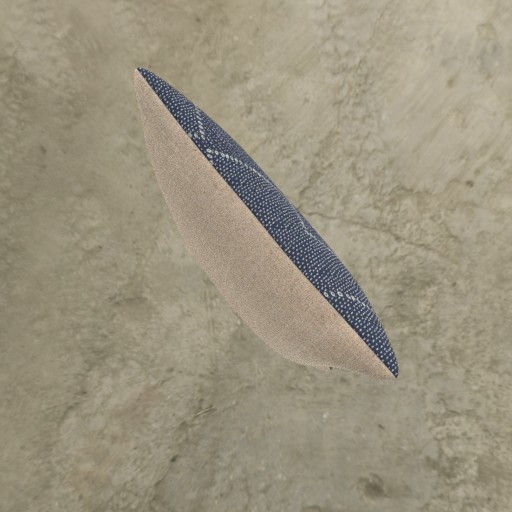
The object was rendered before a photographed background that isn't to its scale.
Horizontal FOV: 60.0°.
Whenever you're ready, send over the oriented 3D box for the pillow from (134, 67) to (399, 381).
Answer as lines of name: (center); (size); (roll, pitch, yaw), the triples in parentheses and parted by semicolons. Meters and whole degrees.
pillow: (0.000, 0.000, 0.661); (0.148, 0.428, 0.435); (-38, 79, -8)
